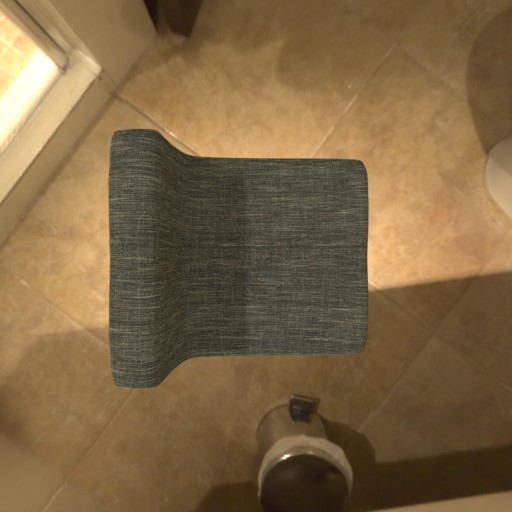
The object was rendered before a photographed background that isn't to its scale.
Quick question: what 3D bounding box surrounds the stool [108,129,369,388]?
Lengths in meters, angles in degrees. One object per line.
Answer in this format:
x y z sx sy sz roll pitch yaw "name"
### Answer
0.000 0.000 1.072 0.459 0.835 0.395 0 91 0 "stool"
